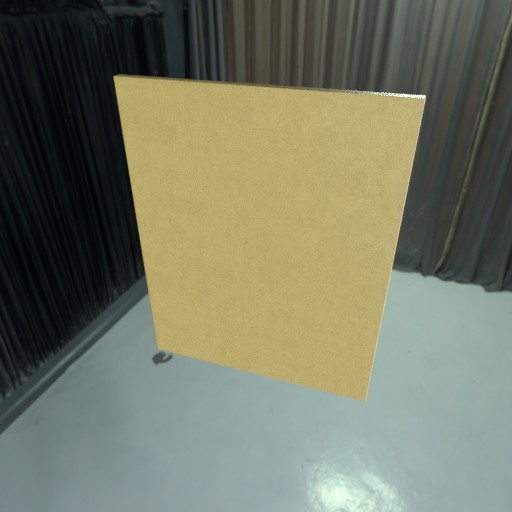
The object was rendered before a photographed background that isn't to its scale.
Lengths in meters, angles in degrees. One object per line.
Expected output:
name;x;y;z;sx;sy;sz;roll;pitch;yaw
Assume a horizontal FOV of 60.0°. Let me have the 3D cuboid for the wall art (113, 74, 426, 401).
wall art;0.000;0.000;1.364;0.798;1.002;0.030;10;34;16
